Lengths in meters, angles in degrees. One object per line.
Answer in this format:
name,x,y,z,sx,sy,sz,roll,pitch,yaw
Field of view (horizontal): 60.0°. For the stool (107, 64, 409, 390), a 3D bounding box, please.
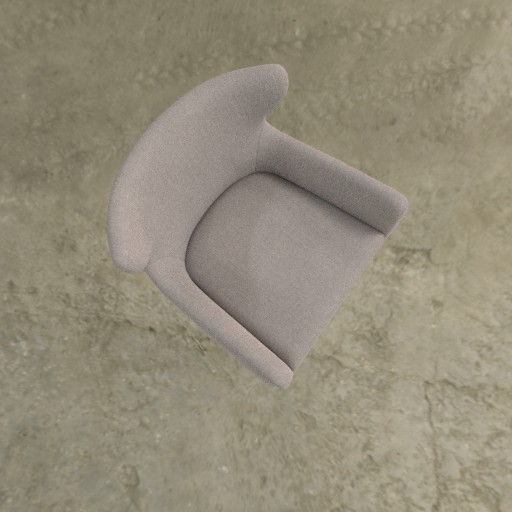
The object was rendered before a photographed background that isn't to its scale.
stool,0.000,0.000,1.347,0.575,0.951,0.575,35,77,9
